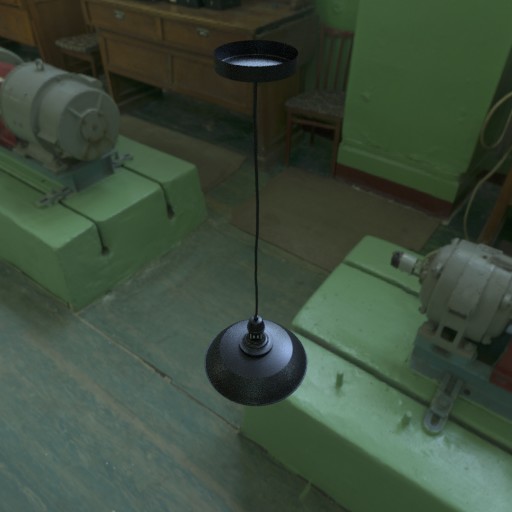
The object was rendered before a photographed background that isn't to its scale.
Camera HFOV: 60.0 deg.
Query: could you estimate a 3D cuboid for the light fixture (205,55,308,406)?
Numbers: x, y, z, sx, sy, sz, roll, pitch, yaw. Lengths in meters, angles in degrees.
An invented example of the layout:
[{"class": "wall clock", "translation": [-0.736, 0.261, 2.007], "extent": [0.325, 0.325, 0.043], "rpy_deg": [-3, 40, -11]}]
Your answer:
[{"class": "light fixture", "translation": [0.000, 0.000, 1.141], "extent": [0.331, 0.993, 0.331], "rpy_deg": [25, 47, 26]}]
